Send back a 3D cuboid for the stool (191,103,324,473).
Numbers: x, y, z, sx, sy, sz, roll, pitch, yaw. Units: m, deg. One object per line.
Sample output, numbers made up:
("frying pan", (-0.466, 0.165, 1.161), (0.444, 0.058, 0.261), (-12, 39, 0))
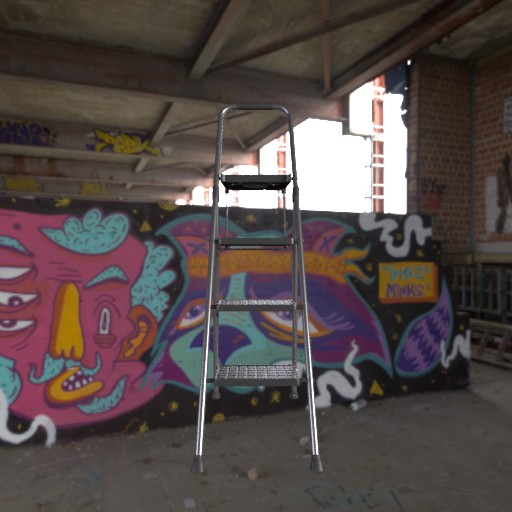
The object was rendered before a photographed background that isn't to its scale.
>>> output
("stool", (0.000, 0.000, 1.671), (0.396, 1.277, 0.733), (0, 0, -1))
